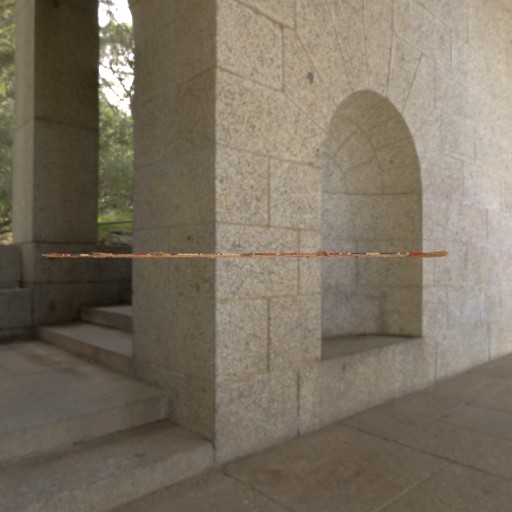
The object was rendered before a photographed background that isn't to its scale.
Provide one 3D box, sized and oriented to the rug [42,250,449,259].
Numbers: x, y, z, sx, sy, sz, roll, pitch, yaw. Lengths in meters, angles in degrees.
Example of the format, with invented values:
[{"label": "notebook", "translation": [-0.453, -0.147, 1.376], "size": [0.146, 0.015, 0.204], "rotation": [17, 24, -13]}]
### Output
[{"label": "rug", "translation": [0.000, 0.000, 3.193], "size": [2.450, 0.048, 1.778], "rotation": [0, -1, 18]}]
